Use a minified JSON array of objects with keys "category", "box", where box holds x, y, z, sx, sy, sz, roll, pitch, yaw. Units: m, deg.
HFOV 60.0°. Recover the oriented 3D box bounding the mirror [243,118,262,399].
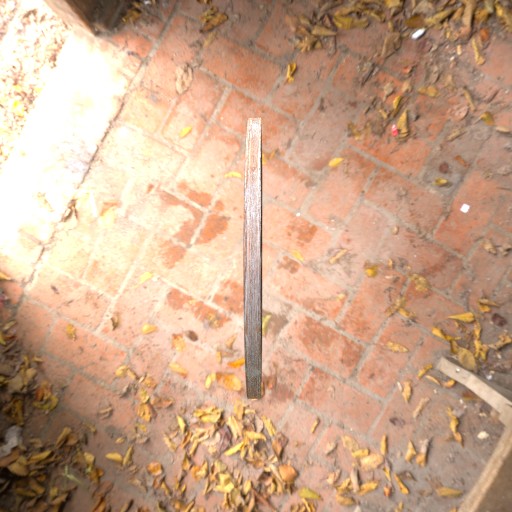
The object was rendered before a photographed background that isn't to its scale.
[{"category":"mirror","box":[0.000,0.000,1.215,0.032,0.920,0.660,0,92,1]}]
